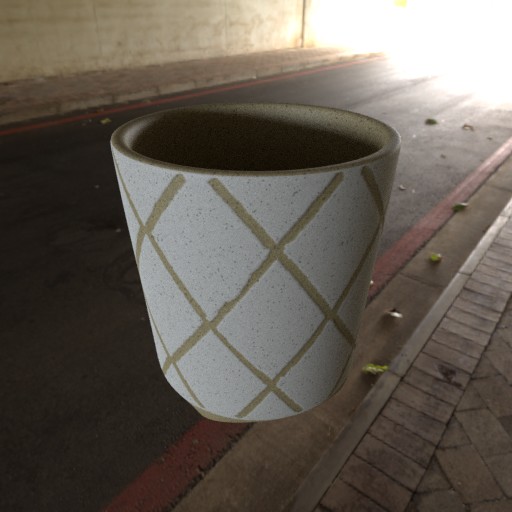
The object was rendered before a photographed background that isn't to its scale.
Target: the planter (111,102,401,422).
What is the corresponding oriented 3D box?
[{"bbox_3d":[0.000,0.000,0.350,0.191,0.199,0.191,0,30,0],"label":"planter"}]
